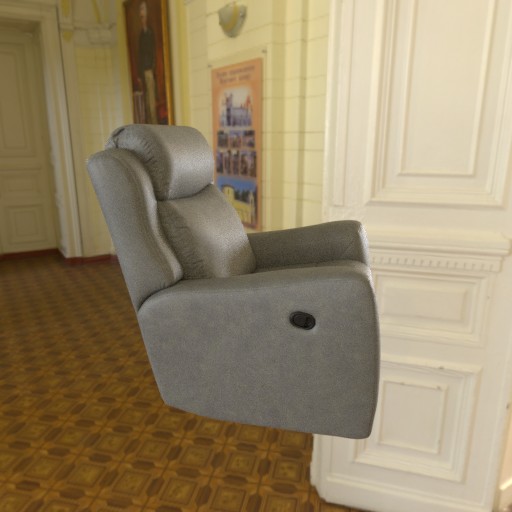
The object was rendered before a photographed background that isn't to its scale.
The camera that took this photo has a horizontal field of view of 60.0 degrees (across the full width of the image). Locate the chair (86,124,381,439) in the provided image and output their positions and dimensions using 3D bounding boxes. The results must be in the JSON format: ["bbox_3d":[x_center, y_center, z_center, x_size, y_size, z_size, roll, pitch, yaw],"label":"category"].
[{"bbox_3d":[0.000,0.000,1.962,1.068,1.116,0.965,3,16,11],"label":"chair"}]
